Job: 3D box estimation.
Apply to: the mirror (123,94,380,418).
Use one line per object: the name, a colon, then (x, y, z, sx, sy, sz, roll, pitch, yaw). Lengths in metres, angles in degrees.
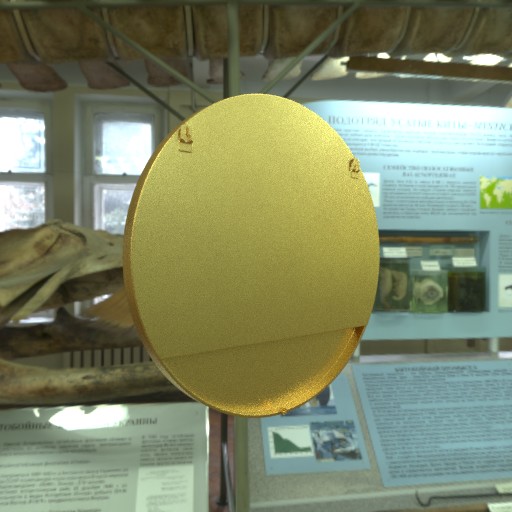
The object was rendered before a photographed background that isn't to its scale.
mirror: (0.000, 0.000, 0.689, 0.457, 0.457, 0.133, -1, 1, -38)
